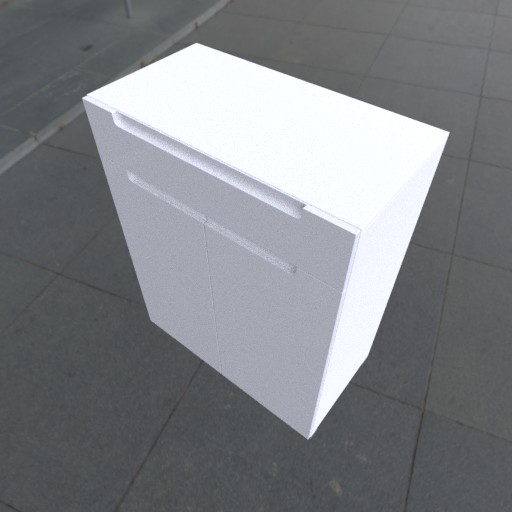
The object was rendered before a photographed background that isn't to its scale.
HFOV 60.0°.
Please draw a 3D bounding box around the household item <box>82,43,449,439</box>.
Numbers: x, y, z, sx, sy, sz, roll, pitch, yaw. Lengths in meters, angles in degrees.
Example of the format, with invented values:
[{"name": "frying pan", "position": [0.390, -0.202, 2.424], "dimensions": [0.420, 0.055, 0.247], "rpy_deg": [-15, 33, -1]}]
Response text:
[{"name": "household item", "position": [0.000, 0.000, 1.434], "dimensions": [0.790, 1.010, 0.420], "rpy_deg": [30, 54, 25]}]
